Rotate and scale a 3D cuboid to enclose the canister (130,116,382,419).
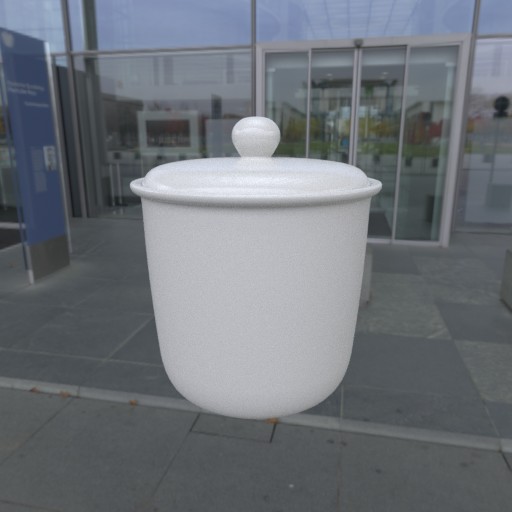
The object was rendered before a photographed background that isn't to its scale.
[{"bbox_3d":[0.000,0.000,0.346,0.182,0.208,0.182,0,15,0],"label":"canister"}]
